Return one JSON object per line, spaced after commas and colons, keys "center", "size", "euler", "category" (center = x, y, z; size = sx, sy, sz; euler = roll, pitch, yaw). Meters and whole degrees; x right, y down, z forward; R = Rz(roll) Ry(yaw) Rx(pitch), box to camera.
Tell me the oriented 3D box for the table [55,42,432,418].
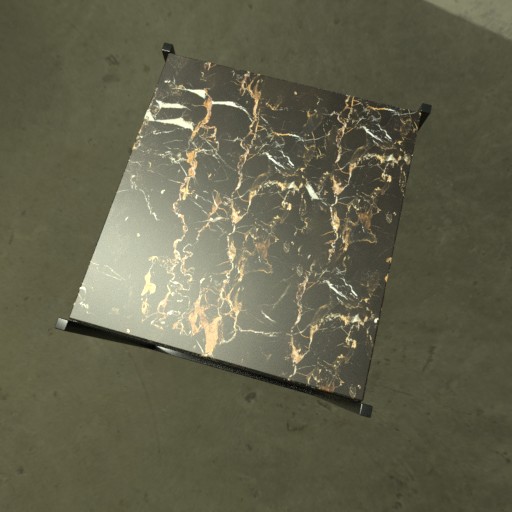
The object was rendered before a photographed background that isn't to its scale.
{"center": [0.000, 0.000, 0.893], "size": [0.432, 0.534, 0.469], "euler": [15, 76, 4], "category": "table"}
